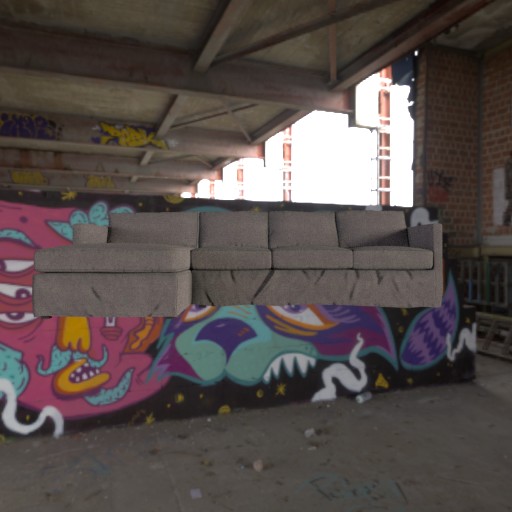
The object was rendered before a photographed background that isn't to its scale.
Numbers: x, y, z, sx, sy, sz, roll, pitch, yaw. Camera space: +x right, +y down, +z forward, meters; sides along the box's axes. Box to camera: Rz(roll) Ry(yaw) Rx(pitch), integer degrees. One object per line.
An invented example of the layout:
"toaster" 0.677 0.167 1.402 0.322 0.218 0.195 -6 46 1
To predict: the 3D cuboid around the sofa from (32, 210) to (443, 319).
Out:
"sofa" 0.000 0.000 3.887 3.205 0.922 1.650 0 0 0
